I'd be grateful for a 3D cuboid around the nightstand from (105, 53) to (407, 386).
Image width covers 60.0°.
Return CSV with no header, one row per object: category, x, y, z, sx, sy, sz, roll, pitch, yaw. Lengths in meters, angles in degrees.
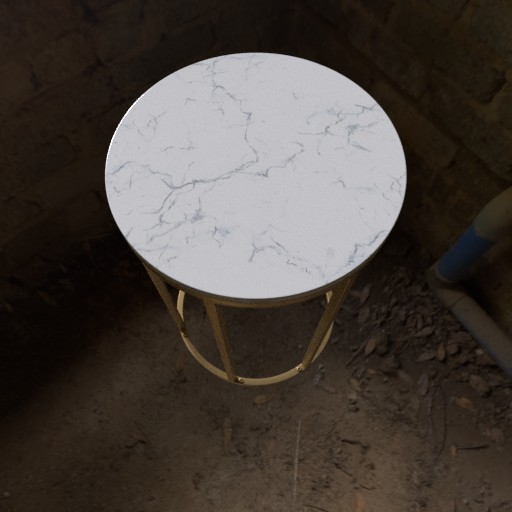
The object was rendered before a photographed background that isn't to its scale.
nightstand,0.000,0.000,0.869,0.400,0.610,0.400,15,66,7
